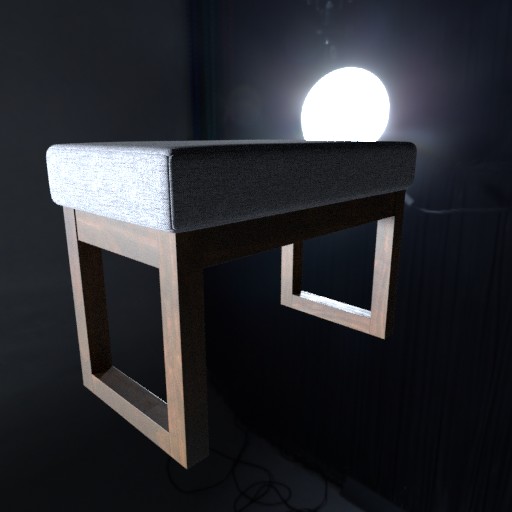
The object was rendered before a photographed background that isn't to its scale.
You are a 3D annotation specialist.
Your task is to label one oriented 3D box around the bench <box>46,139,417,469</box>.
[{"bbox_3d":[0.000,0.000,0.931,0.366,0.467,0.681,14,21,42],"label":"bench"}]
